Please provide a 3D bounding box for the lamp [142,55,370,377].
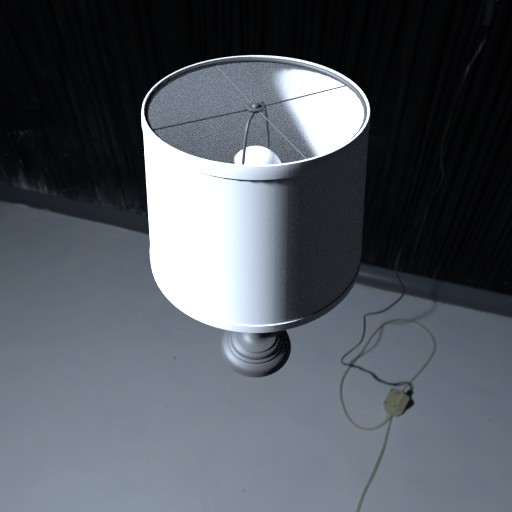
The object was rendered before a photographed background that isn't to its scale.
[{"bbox_3d":[0.000,0.000,0.677,0.310,0.501,0.310,0,46,0],"label":"lamp"}]
